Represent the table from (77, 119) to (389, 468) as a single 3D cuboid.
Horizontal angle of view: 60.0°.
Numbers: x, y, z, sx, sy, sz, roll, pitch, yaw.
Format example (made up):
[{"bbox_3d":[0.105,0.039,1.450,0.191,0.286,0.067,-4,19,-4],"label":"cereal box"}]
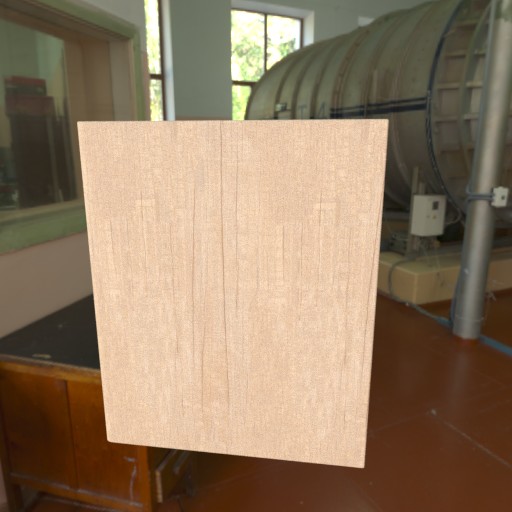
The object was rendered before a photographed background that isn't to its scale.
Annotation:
[{"bbox_3d":[0.000,0.000,0.916,0.420,0.510,0.570,2,14,8],"label":"table"}]
